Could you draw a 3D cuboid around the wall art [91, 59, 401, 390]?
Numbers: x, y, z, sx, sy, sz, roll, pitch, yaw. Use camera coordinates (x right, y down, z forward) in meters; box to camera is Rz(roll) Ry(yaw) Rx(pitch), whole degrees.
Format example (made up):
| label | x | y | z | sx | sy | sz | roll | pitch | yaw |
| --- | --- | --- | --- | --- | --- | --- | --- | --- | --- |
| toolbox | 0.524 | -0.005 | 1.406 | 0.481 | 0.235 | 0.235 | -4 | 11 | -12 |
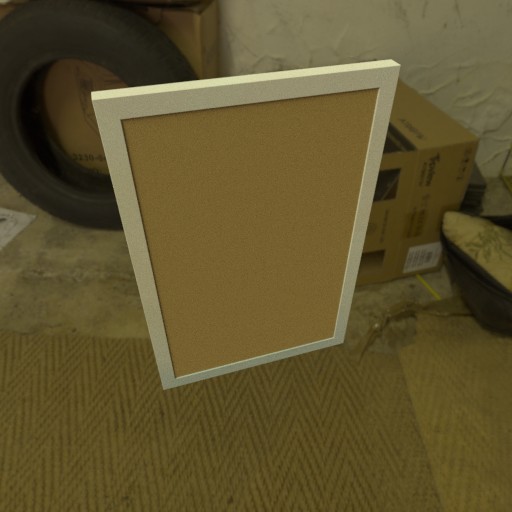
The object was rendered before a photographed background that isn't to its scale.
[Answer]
| label | x | y | z | sx | sy | sz | roll | pitch | yaw |
| --- | --- | --- | --- | --- | --- | --- | --- | --- | --- |
| wall art | 0.000 | 0.000 | 1.157 | 0.612 | 0.915 | 0.039 | -12 | 42 | -13 |
